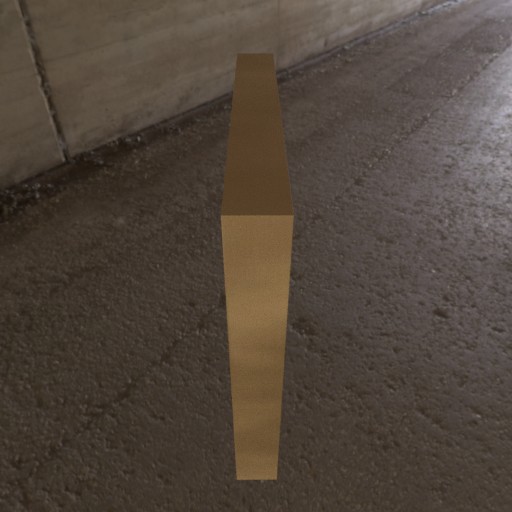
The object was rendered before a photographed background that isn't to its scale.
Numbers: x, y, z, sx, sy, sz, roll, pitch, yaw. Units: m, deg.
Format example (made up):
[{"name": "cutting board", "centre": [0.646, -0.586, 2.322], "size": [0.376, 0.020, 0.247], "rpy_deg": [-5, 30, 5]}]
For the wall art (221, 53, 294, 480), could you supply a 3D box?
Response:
[{"name": "wall art", "centre": [0.000, 0.000, 0.446], "size": [0.038, 0.303, 0.305], "rpy_deg": [0, 39, 0]}]
